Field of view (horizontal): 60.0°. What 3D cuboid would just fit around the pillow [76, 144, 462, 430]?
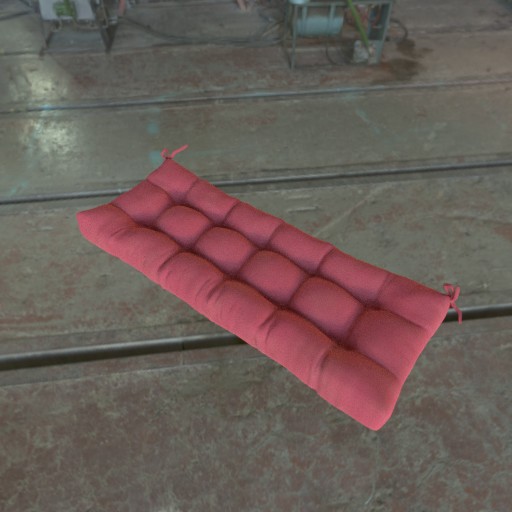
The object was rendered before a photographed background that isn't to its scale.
[{"bbox_3d":[0.000,0.000,1.377,1.194,0.174,0.511,29,53,25],"label":"pillow"}]
